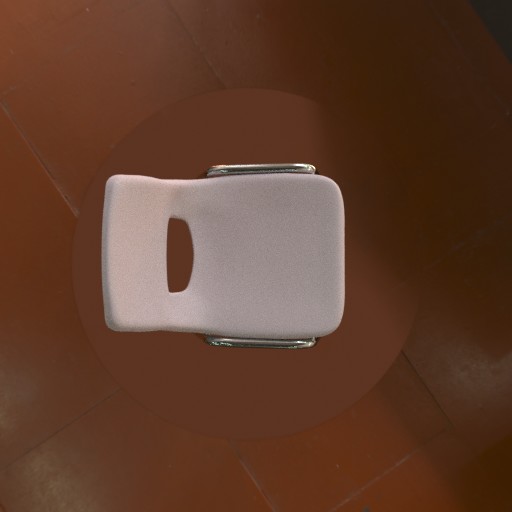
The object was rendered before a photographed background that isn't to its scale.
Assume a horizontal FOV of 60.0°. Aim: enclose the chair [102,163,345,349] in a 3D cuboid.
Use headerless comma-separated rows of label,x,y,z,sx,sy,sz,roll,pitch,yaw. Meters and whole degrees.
chair,0.000,0.000,0.925,0.436,0.653,0.381,0,89,-1
